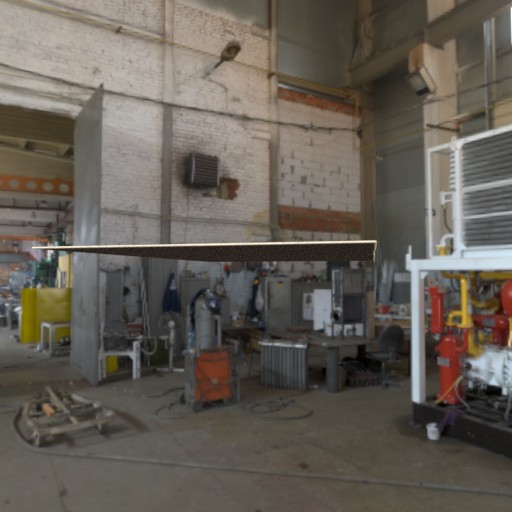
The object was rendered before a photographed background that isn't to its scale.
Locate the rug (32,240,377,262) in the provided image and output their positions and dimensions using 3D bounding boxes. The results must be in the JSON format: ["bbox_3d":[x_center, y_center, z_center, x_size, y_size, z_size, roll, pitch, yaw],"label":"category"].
[{"bbox_3d":[0.000,0.000,2.351,1.220,0.007,1.828,-1,-2,15],"label":"rug"}]
